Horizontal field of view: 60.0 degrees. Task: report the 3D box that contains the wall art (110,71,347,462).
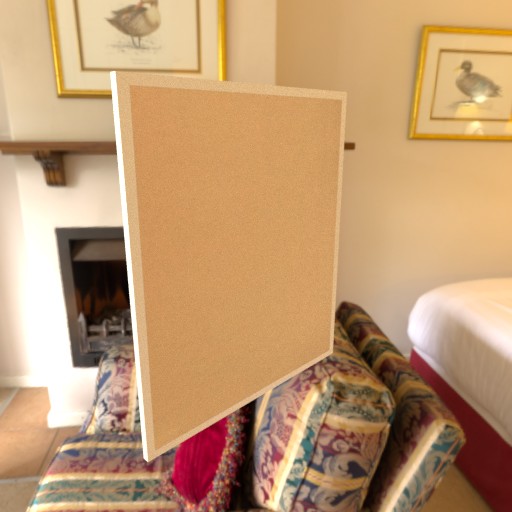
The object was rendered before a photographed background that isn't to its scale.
[{"bbox_3d":[0.000,0.000,0.768,0.012,0.557,0.482,16,23,43],"label":"wall art"}]
